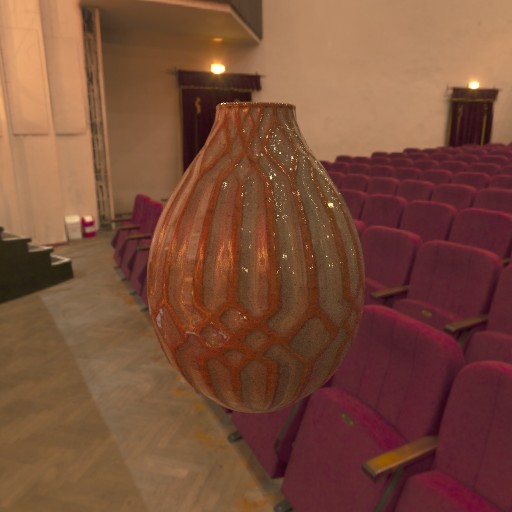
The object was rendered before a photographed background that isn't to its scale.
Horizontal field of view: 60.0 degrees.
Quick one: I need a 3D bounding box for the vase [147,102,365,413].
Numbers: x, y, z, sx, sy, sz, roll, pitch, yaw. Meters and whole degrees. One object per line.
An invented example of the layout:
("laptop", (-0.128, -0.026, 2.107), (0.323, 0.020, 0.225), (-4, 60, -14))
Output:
("vase", (0.000, 0.000, 0.270), (0.131, 0.175, 0.131), (0, 15, 0))
